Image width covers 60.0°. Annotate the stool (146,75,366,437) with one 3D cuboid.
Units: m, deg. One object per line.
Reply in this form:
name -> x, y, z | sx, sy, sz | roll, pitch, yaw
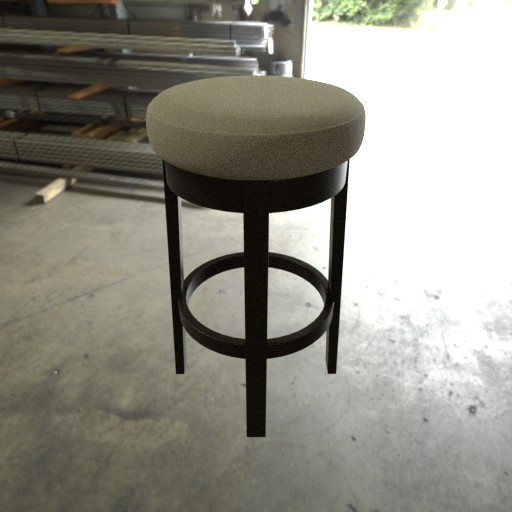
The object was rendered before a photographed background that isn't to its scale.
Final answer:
stool -> 0.000, 0.000, 1.054 | 0.446, 0.758, 0.446 | 0, 32, 0
